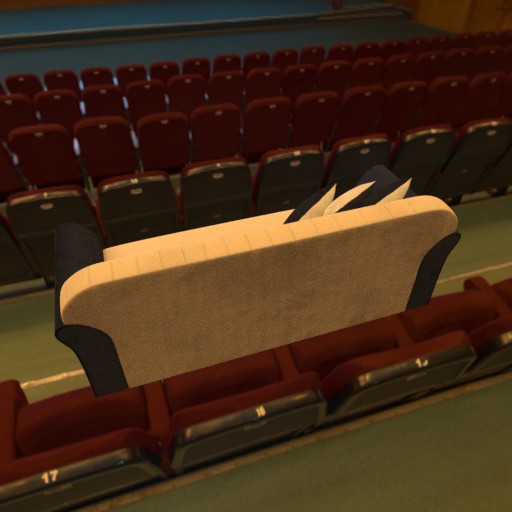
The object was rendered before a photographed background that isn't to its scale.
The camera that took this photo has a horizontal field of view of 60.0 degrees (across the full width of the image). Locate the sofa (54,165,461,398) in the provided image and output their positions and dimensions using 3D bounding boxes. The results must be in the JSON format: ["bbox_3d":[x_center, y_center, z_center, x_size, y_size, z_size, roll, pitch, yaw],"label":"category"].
[{"bbox_3d":[0.000,0.000,2.434,2.006,0.789,0.749,-13,42,-14],"label":"sofa"}]
